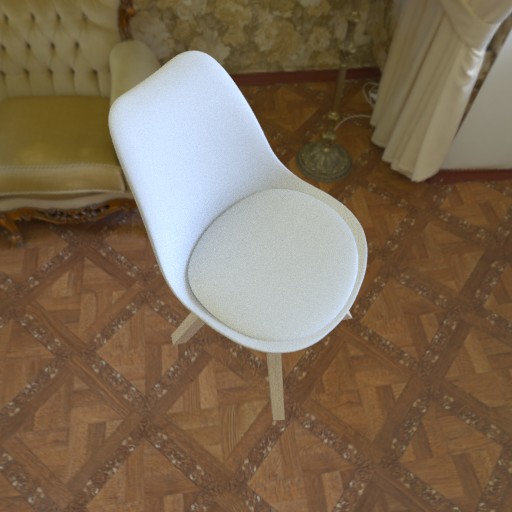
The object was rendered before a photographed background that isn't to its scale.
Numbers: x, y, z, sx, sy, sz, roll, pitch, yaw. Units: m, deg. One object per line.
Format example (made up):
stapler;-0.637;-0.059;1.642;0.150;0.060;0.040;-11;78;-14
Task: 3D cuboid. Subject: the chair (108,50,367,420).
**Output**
chair;0.000;0.000;1.161;0.550;0.850;0.485;32;63;19
